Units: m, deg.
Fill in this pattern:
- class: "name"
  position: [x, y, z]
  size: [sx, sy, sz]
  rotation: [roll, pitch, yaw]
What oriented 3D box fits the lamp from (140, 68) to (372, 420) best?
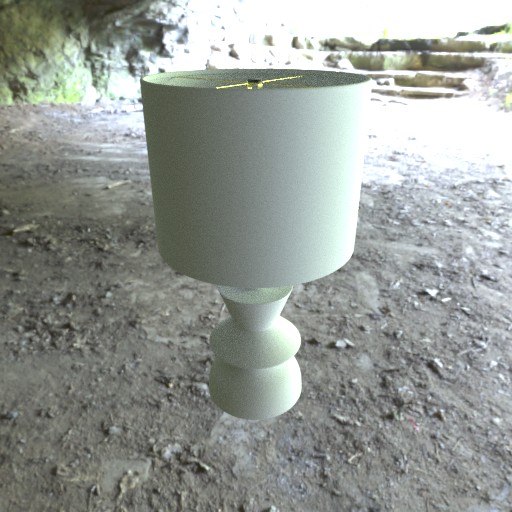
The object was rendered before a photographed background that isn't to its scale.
- class: "lamp"
  position: [0.000, 0.000, 0.707]
  size: [0.301, 0.533, 0.301]
  rotation: [18, 32, 32]
